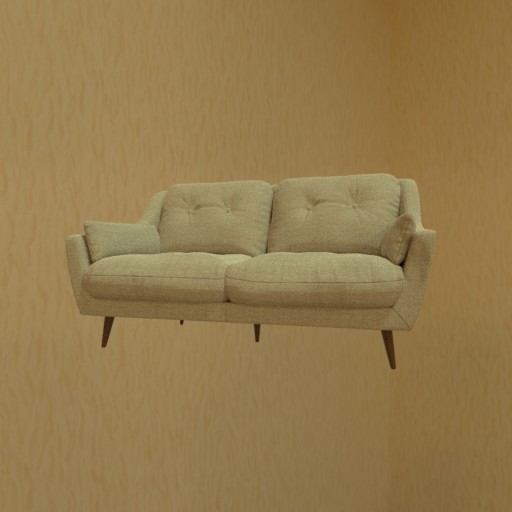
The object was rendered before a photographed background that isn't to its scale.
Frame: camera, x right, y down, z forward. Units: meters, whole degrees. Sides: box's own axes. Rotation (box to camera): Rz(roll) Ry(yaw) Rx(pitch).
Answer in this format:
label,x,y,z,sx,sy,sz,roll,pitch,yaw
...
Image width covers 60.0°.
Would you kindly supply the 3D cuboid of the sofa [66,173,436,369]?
label,x,y,z,sx,sy,sz,roll,pitch,yaw
sofa,0.000,0.000,2.274,1.652,0.888,0.965,0,0,18
